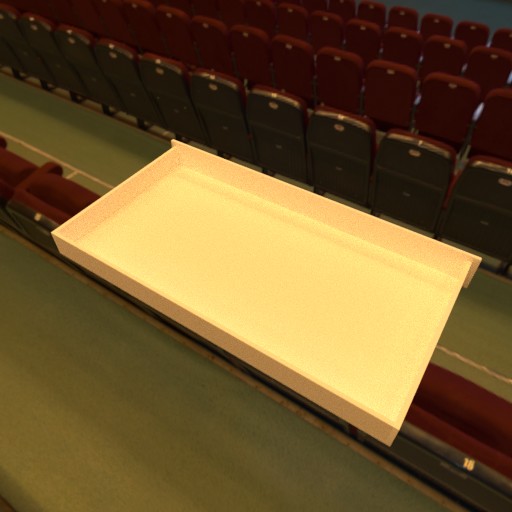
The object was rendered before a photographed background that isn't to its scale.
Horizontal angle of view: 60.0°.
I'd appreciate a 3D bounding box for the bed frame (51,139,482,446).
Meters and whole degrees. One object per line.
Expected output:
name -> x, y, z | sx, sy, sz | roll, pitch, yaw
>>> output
bed frame -> 0.000, 0.000, 1.527 | 1.300, 0.141, 0.670 | 25, 51, 22
